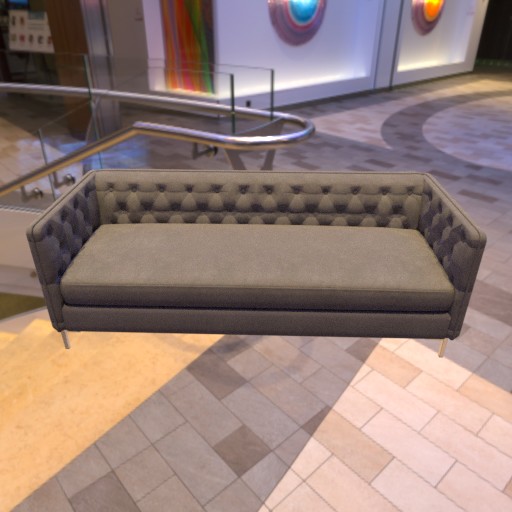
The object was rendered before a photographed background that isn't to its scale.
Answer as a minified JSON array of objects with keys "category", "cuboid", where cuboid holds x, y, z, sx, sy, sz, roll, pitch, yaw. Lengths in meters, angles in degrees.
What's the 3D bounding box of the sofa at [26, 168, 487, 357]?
[{"category":"sofa","cuboid":[0.000,0.000,2.611,2.209,0.771,0.895,1,30,2]}]
